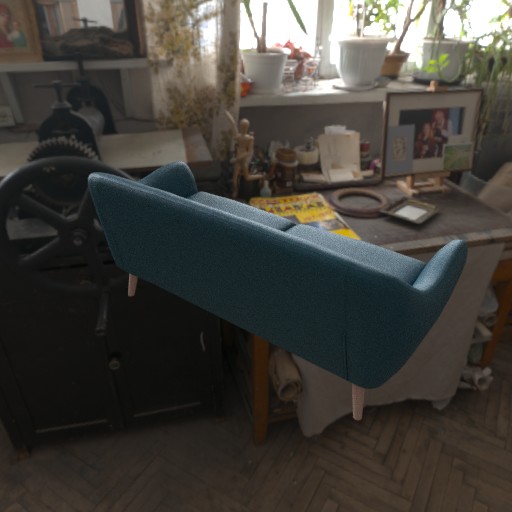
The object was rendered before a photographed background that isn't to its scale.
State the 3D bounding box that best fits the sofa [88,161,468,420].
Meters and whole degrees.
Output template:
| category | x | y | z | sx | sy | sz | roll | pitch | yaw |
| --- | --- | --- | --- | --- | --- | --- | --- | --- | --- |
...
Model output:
| category | x | y | z | sx | sy | sz | roll | pitch | yaw |
| --- | --- | --- | --- | --- | --- | --- | --- | --- | --- |
| sofa | 0.000 | 0.000 | 2.280 | 1.840 | 0.836 | 0.820 | 21 | 37 | 31 |
